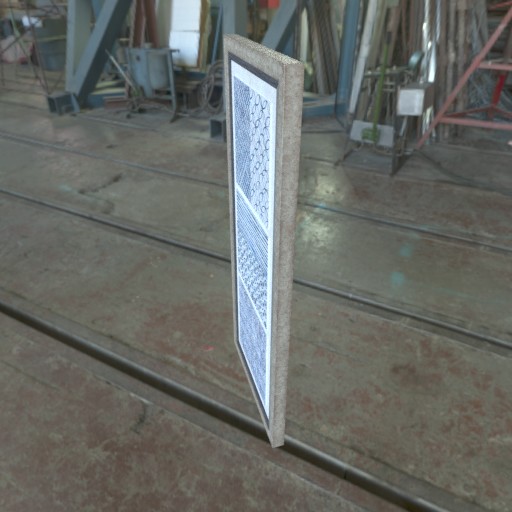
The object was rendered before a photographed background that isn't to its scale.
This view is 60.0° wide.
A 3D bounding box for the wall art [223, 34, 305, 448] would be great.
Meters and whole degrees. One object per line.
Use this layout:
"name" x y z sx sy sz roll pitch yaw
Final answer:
"wall art" 0.000 0.000 1.695 0.051 1.461 0.648 -9 33 -14
